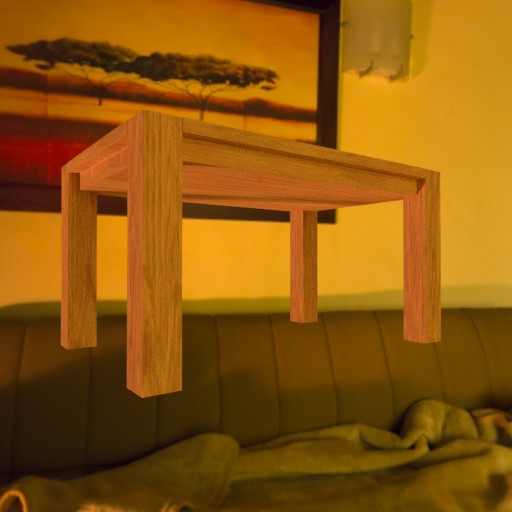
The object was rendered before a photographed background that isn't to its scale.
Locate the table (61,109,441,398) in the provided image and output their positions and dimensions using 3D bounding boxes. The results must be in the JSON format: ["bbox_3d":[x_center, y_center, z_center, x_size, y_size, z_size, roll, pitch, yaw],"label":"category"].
[{"bbox_3d":[0.000,0.000,1.939,1.400,0.760,0.900,0,-1,-36],"label":"table"}]
